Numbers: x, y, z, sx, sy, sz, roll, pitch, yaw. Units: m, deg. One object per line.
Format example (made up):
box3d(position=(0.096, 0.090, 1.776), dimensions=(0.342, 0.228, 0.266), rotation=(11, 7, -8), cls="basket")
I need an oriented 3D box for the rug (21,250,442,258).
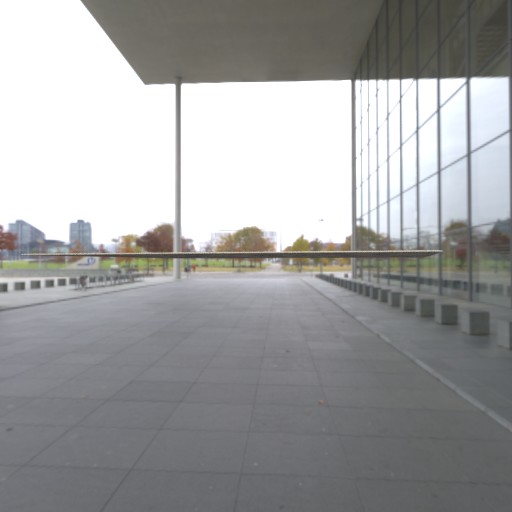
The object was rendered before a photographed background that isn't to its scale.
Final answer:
box3d(position=(0.000, 0.000, 4.024), dimensions=(2.977, 0.008, 2.380), rotation=(0, -1, 18), cls="rug")
